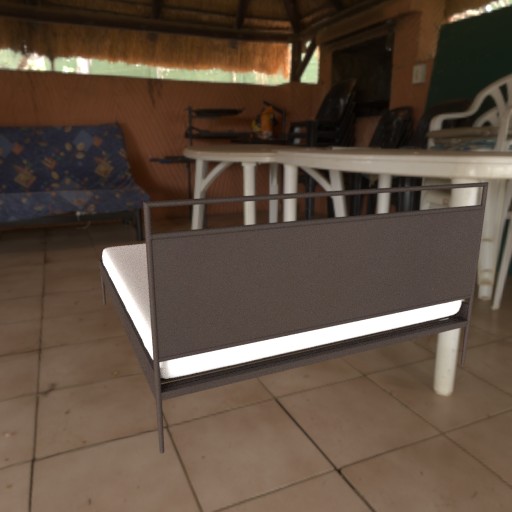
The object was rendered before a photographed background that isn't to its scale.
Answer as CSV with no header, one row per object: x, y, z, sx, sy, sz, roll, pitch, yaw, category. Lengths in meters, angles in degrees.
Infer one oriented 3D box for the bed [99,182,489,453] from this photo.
0.000,0.000,3.258,1.993,1.173,2.151,-7,16,-24,bed
